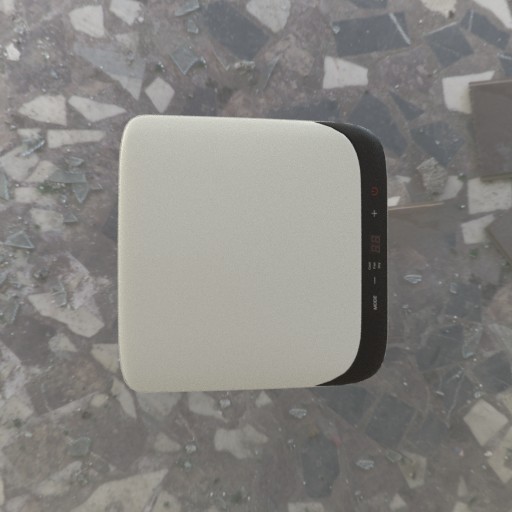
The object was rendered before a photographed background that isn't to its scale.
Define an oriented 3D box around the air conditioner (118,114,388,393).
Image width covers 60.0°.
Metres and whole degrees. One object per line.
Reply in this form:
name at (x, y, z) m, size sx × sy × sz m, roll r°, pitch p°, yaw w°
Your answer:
air conditioner at (0.000, 0.000, 0.905) m, size 0.369 × 0.716 × 0.352 m, roll 0°, pitch 89°, yaw -1°
